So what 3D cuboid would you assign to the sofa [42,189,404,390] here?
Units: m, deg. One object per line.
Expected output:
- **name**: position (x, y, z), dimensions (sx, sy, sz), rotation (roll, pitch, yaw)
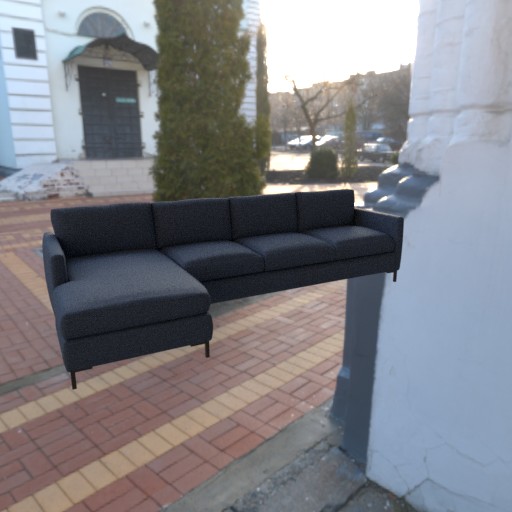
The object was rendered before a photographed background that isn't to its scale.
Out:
- **sofa**: position (0.000, 0.000, 2.854), dimensions (2.445, 0.673, 1.125), rotation (-8, 17, -27)
